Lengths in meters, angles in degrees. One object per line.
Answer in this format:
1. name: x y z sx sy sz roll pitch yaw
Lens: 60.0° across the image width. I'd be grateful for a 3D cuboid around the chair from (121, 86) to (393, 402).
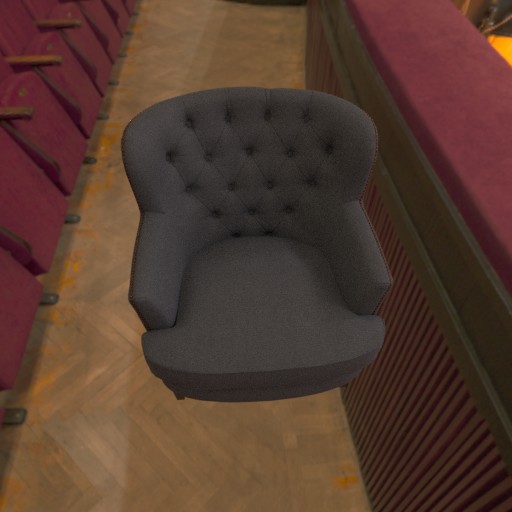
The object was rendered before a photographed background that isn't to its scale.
1. chair: 0.000 0.000 1.596 0.848 0.868 0.906 -3 46 -3
